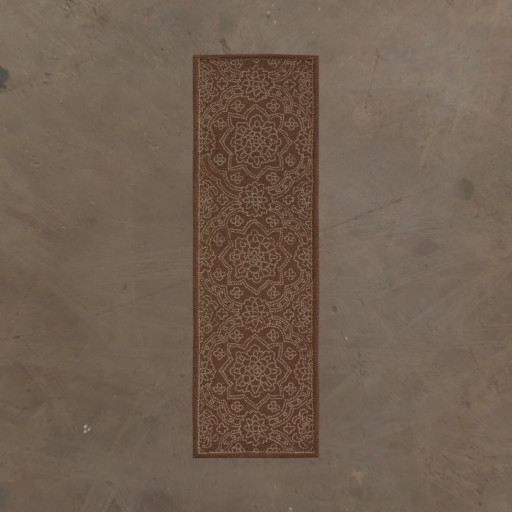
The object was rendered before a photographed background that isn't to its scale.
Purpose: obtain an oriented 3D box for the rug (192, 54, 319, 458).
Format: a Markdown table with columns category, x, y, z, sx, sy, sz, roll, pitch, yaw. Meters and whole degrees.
| category | x | y | z | sx | sy | sz | roll | pitch | yaw |
| --- | --- | --- | --- | --- | --- | --- | --- | --- | --- |
| rug | 0.000 | 0.000 | 2.684 | 0.769 | 0.012 | 2.448 | 0 | 90 | -1 |
